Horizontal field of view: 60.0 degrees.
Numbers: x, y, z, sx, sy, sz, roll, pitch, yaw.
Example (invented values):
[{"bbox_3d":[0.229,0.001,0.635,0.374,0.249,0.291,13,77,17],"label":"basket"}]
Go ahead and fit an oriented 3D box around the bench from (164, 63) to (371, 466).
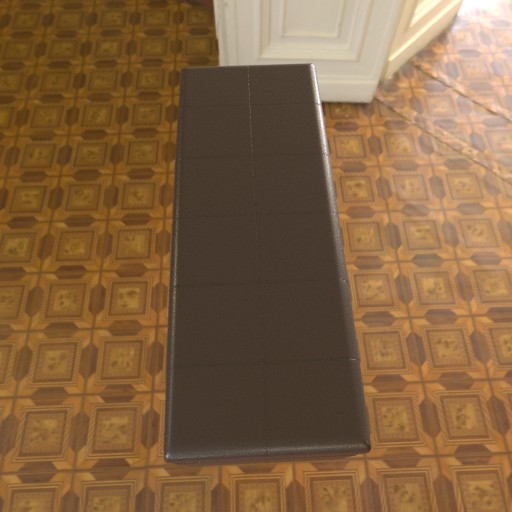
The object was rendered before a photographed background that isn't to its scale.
[{"bbox_3d":[0.000,0.000,1.297,0.429,0.457,1.092,-2,63,-1],"label":"bench"}]
